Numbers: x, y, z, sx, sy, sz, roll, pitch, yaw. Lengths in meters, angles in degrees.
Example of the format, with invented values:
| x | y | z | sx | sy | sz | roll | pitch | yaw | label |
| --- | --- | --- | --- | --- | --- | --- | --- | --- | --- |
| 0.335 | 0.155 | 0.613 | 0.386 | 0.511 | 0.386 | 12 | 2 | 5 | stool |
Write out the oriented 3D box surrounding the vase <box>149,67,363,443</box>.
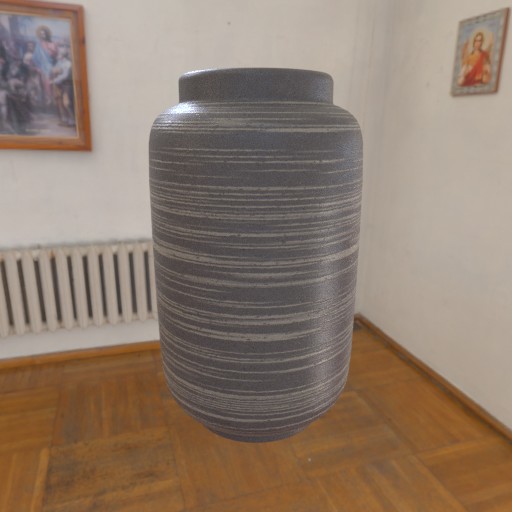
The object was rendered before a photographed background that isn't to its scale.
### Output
| x | y | z | sx | sy | sz | roll | pitch | yaw | label |
| --- | --- | --- | --- | --- | --- | --- | --- | --- | --- |
| 0.000 | 0.000 | 0.661 | 0.297 | 0.499 | 0.297 | 0 | 17 | 0 | vase |
